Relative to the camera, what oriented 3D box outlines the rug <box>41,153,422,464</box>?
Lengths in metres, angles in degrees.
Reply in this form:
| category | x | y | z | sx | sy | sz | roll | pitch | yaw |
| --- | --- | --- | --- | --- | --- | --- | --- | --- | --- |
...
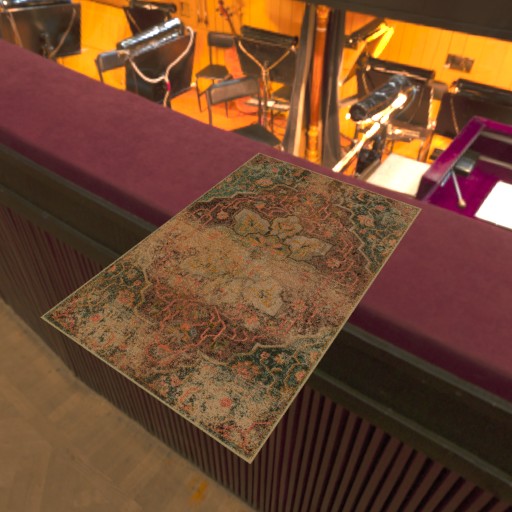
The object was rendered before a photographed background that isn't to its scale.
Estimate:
| category | x | y | z | sx | sy | sz | roll | pitch | yaw |
| --- | --- | --- | --- | --- | --- | --- | --- | --- | --- |
| rug | 0.000 | 0.000 | 3.041 | 1.566 | 0.004 | 2.363 | 26 | 49 | 25 |
